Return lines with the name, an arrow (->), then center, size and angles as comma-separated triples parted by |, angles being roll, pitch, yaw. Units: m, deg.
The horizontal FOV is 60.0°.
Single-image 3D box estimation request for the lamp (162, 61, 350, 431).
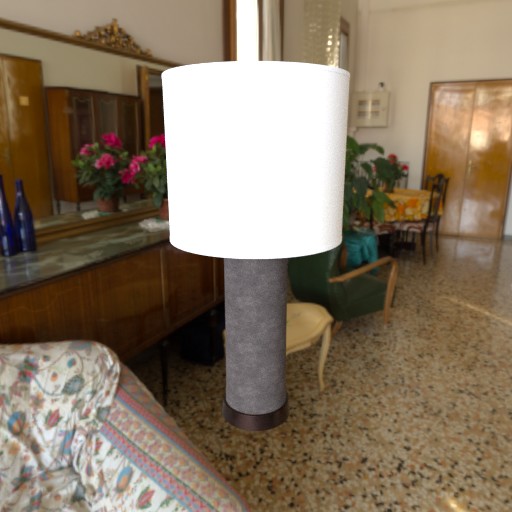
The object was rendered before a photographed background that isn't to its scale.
lamp -> 0.000, 0.000, 0.798 | 0.301, 0.630, 0.301 | -2, 15, -9
